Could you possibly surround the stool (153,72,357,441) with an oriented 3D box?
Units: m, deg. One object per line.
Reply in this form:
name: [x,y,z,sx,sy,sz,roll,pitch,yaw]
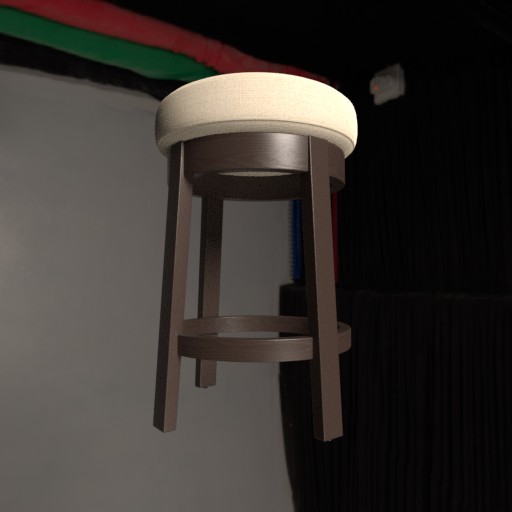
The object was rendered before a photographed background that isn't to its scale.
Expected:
stool: [0.000,0.000,0.956,0.449,0.655,0.449,0,-2,0]
